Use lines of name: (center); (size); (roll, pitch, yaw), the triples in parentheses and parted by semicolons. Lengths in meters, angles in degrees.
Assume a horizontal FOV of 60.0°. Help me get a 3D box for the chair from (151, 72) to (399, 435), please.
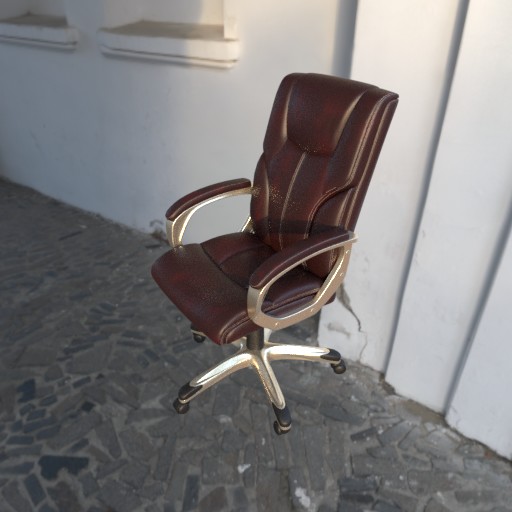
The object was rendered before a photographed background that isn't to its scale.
chair: (0.000, 0.000, 1.548); (0.739, 1.107, 0.662); (-21, 37, -30)
